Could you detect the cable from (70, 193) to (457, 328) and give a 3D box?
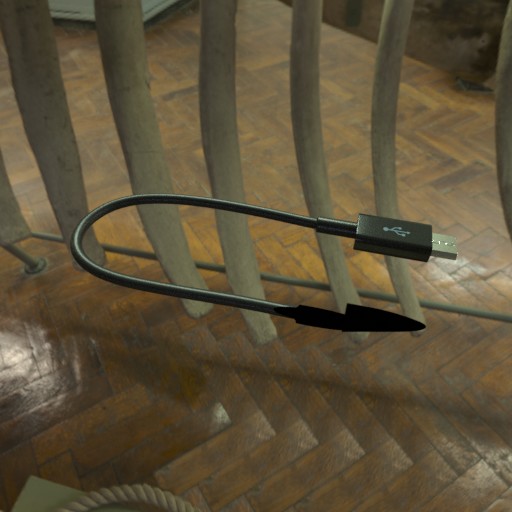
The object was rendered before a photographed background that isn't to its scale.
[{"bbox_3d":[0.000,0.000,0.112,0.098,0.006,0.040,10,49,9],"label":"cable"}]
